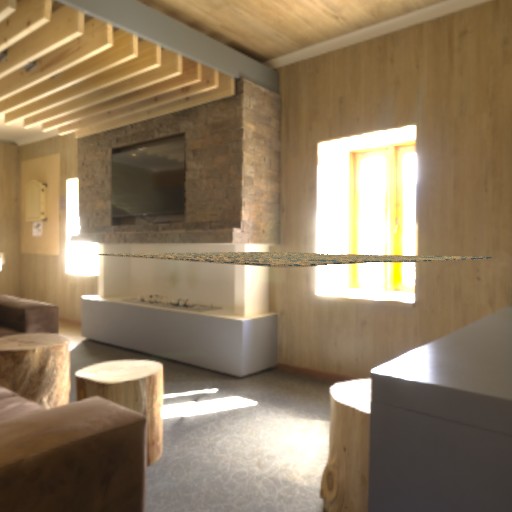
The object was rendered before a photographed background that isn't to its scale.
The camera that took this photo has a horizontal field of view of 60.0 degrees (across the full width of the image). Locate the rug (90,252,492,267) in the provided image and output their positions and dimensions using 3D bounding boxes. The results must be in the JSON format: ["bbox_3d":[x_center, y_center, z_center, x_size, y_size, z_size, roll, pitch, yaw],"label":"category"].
[{"bbox_3d":[0.000,0.000,2.315,1.209,0.011,1.830,-1,2,-35],"label":"rug"}]
